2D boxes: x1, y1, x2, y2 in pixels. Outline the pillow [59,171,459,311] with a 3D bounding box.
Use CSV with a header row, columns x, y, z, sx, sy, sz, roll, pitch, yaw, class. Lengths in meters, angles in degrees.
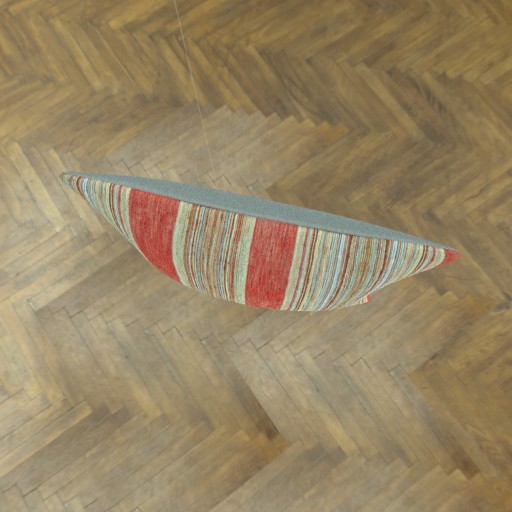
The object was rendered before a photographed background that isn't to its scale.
x,y,z,sx,sy,sz,roll,pitch,yaw,class
0.000,0.000,0.663,0.437,0.419,0.136,12,77,3,pillow
